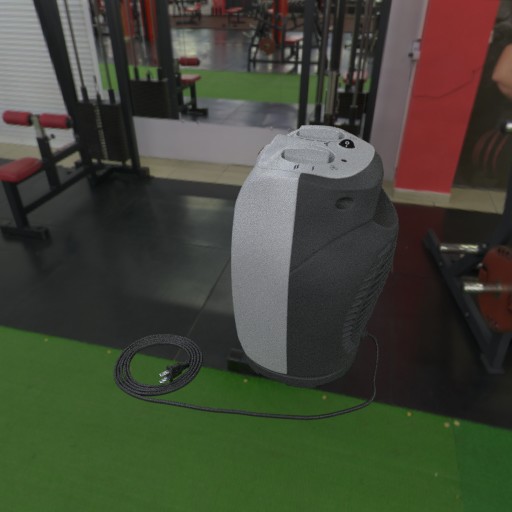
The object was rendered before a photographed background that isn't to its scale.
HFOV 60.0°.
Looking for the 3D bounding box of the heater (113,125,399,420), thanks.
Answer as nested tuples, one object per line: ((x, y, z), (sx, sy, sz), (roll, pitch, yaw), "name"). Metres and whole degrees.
((0.000, 0.000, 0.474), (0.291, 0.255, 0.239), (9, 34, 14), "heater")
